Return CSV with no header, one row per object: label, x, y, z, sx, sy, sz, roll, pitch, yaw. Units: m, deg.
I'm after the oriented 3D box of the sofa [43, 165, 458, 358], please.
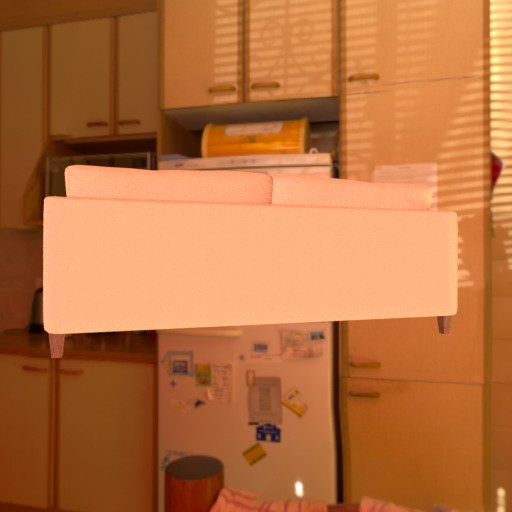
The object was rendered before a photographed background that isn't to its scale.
sofa,0.000,0.000,2.838,2.361,0.968,0.951,0,0,-17
